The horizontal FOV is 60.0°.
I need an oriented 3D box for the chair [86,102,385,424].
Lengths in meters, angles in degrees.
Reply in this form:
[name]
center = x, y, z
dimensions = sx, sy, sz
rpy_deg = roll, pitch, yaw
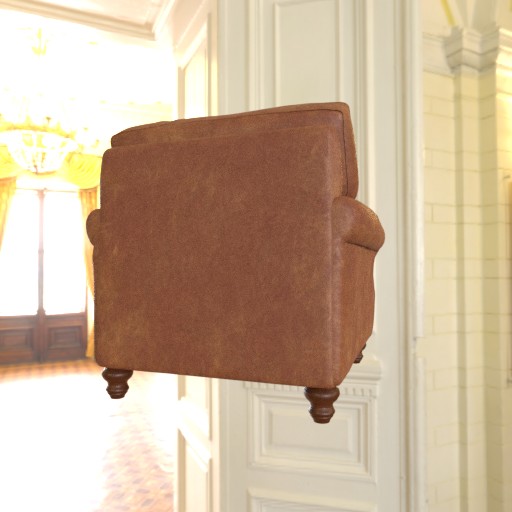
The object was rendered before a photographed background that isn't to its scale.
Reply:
[chair]
center = 0.000, 0.000, 1.776
dimensions = 0.983, 0.962, 0.986
rpy_deg = 0, -1, 19
